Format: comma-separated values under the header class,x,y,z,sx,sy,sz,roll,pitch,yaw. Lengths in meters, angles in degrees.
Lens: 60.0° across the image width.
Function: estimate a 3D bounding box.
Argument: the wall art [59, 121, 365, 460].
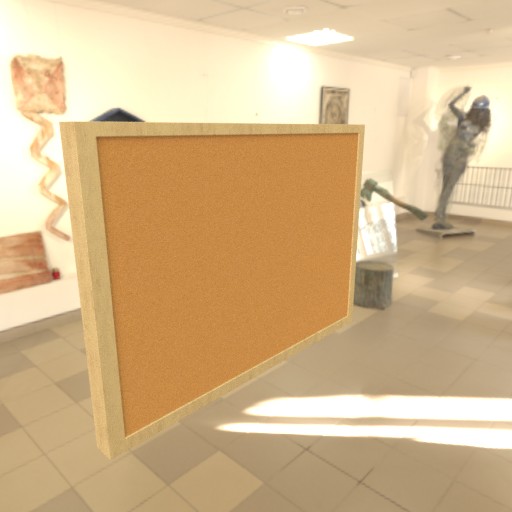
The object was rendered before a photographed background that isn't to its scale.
class,x,y,z,sx,sy,sz,roll,pitch,yaw
wall art,0.000,0.000,0.664,0.032,0.380,0.532,15,22,41
